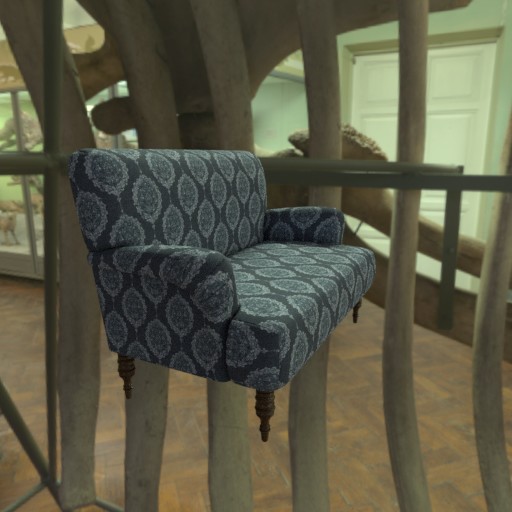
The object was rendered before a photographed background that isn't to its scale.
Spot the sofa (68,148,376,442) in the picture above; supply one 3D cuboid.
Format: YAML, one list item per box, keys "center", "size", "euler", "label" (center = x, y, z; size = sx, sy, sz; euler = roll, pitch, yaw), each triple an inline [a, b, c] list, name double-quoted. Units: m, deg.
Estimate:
- center: [0.000, 0.000, 1.851]
  size: [0.779, 0.867, 1.297]
  euler: [6, 14, 26]
  label: "sofa"
